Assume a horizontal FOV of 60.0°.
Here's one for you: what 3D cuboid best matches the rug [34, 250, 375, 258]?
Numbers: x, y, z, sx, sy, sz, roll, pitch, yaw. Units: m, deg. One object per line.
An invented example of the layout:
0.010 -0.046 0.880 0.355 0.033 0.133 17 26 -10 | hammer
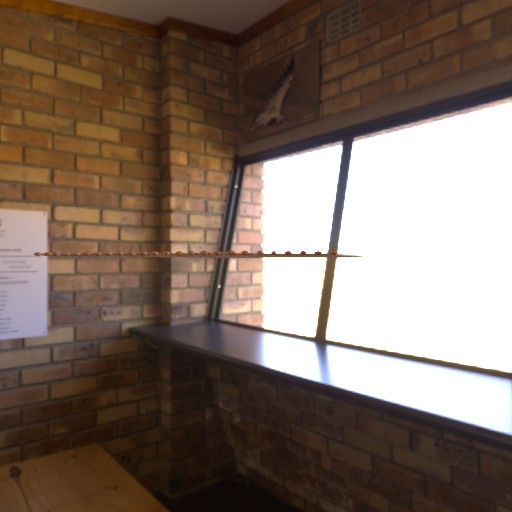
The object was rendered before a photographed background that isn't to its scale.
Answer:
0.000 0.000 2.593 1.232 0.017 2.092 0 -1 18 | rug
